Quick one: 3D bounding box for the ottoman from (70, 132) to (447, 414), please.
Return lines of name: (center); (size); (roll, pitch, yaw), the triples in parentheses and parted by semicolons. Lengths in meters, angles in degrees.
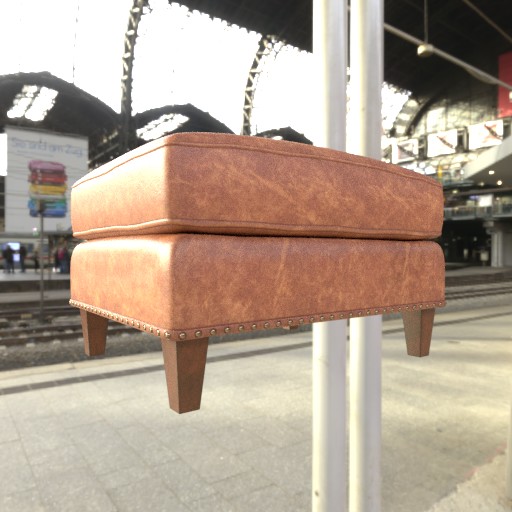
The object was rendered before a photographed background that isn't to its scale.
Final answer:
ottoman: (0.000, 0.000, 1.088); (0.742, 0.486, 0.586); (0, 0, -36)
